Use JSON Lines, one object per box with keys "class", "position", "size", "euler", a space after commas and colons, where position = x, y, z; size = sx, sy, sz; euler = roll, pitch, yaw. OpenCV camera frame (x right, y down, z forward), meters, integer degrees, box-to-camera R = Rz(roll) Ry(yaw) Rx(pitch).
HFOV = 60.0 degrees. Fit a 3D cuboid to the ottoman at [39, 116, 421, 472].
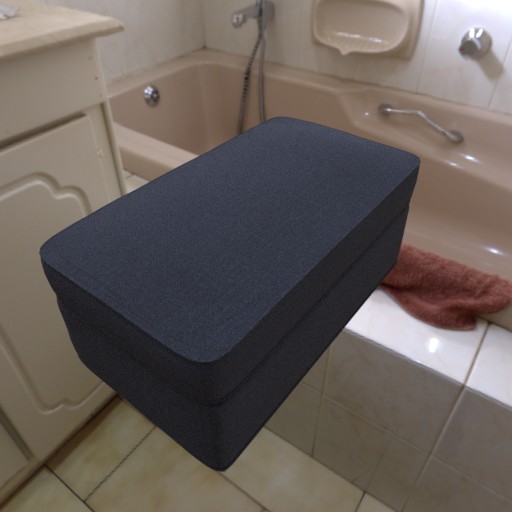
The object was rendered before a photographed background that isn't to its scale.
{"class": "ottoman", "position": [0.000, 0.000, 1.171], "size": [0.505, 0.453, 0.895], "euler": [26, 46, 28]}
